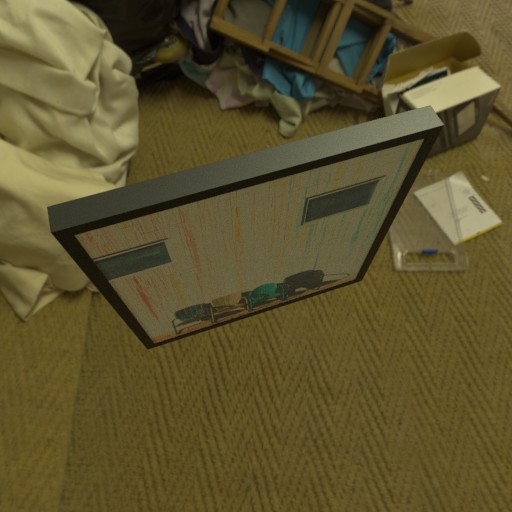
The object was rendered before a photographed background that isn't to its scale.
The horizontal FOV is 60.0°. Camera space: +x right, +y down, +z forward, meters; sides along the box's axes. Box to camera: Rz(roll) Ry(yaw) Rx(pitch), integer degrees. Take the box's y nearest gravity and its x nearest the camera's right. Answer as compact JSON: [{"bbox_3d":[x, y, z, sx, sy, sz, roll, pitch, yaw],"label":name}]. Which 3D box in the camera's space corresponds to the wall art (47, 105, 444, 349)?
[{"bbox_3d":[0.000,0.000,0.775,0.506,0.506,0.037,-17,64,-8],"label":"wall art"}]
